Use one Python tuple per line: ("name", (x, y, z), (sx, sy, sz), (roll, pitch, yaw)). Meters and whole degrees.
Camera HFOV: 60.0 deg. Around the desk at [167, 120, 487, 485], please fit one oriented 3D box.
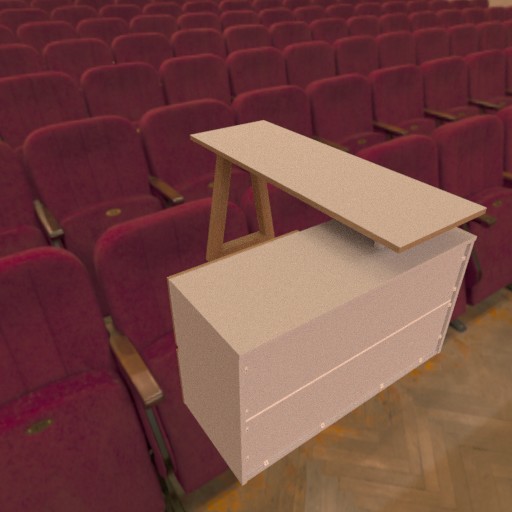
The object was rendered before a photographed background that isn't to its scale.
("desk", (0.000, 0.000, 2.057), (1.098, 0.755, 1.404), (-21, 38, -29))
